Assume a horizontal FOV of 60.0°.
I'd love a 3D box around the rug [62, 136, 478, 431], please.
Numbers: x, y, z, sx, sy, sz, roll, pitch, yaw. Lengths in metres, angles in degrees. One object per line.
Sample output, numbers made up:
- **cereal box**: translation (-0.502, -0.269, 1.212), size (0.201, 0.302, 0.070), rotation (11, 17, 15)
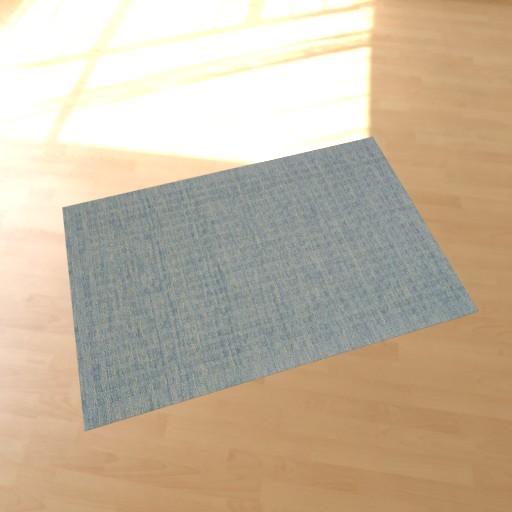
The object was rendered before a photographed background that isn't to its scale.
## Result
- **rug**: translation (0.000, 0.000, 2.149), size (1.752, 0.006, 1.142), rotation (-15, 60, -9)
